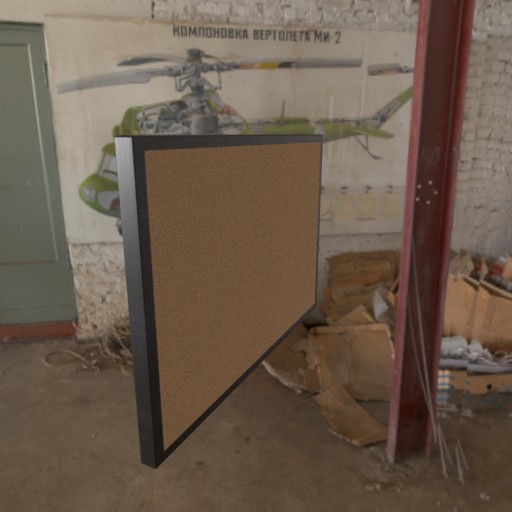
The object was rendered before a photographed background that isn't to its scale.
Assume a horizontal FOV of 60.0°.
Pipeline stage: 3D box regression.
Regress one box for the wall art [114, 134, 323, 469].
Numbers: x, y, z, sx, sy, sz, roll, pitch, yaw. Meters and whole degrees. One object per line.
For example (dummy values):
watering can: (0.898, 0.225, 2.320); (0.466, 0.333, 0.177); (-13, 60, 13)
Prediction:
wall art: (0.000, 0.000, 1.156); (0.038, 0.612, 0.912); (8, 17, 26)
